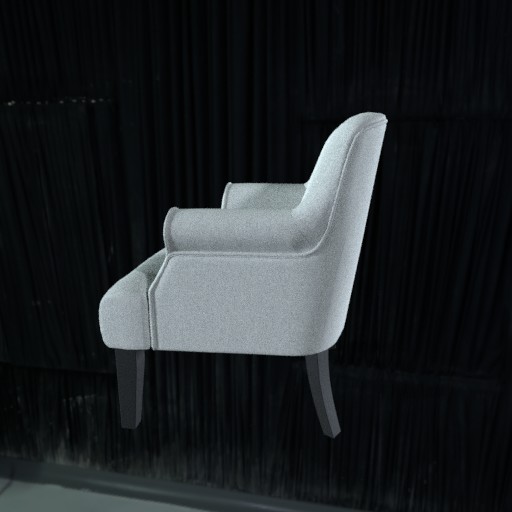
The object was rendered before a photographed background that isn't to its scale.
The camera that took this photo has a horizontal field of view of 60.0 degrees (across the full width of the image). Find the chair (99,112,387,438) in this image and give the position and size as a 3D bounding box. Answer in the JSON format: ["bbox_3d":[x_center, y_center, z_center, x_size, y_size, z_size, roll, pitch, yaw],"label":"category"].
[{"bbox_3d":[0.000,0.000,1.443,0.750,0.875,0.781,2,15,8],"label":"chair"}]
